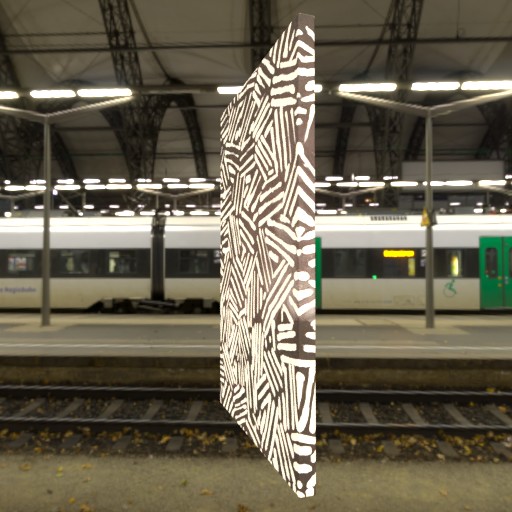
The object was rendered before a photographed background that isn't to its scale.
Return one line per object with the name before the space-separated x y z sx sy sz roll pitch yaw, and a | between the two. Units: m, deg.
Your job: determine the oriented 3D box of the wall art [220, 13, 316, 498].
wall art | 0.000 0.000 1.132 0.035 0.918 0.615 0 -1 -18
